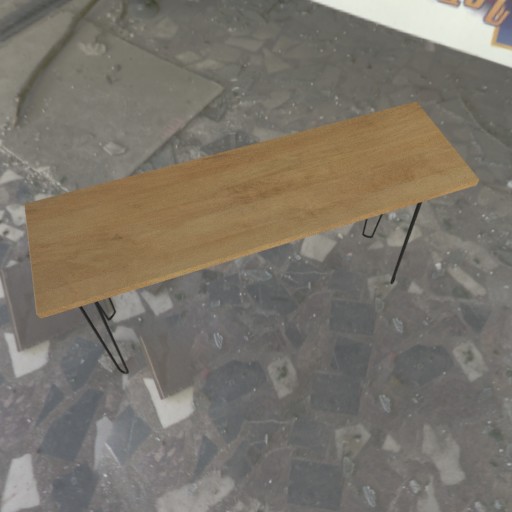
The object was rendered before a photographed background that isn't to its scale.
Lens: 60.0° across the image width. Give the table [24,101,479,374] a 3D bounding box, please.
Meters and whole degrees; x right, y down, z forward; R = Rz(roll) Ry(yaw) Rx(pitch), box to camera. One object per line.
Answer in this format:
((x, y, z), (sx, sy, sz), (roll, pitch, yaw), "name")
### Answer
((0.000, 0.000, 1.754), (1.400, 0.799, 0.399), (-17, 61, -10), "table")
